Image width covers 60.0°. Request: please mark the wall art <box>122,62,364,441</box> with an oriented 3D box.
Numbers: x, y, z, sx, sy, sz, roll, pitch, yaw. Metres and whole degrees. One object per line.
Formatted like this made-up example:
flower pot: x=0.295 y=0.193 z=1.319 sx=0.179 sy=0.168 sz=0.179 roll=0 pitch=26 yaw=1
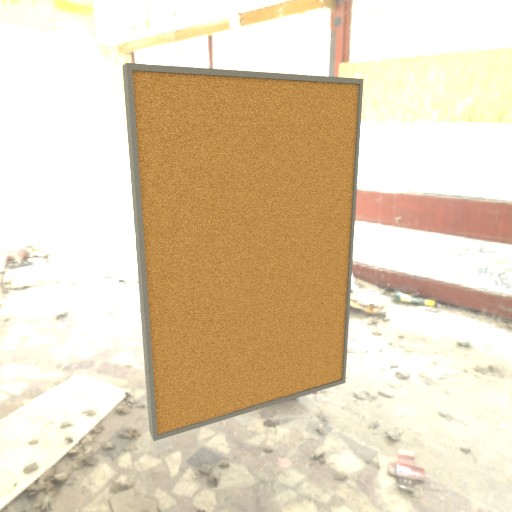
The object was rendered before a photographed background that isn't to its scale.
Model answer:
wall art: x=0.000 y=0.000 z=0.978 sx=0.511 sy=0.753 sz=0.039 roll=-8 pitch=17 yaw=-26
